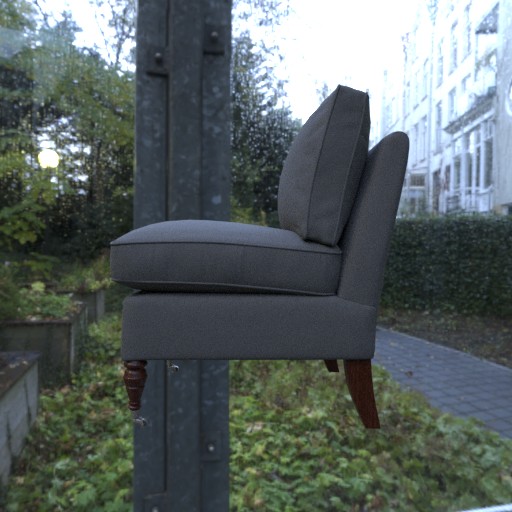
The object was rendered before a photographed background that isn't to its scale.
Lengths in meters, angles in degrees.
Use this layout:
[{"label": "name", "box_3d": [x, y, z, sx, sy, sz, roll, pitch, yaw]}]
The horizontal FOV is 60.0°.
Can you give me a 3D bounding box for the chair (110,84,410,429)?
[{"label": "chair", "box_3d": [0.000, 0.000, 1.670, 0.924, 1.045, 0.724, 0, 1, -1]}]
